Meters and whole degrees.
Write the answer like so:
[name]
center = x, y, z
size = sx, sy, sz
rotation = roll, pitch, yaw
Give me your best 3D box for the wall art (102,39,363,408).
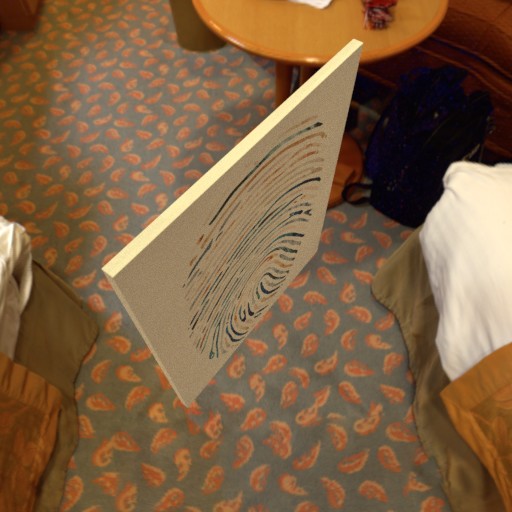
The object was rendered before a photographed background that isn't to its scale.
[wall art]
center = 0.000, 0.000, 0.981
size = 0.021, 0.710, 0.609
rotation = 33, 64, 19
